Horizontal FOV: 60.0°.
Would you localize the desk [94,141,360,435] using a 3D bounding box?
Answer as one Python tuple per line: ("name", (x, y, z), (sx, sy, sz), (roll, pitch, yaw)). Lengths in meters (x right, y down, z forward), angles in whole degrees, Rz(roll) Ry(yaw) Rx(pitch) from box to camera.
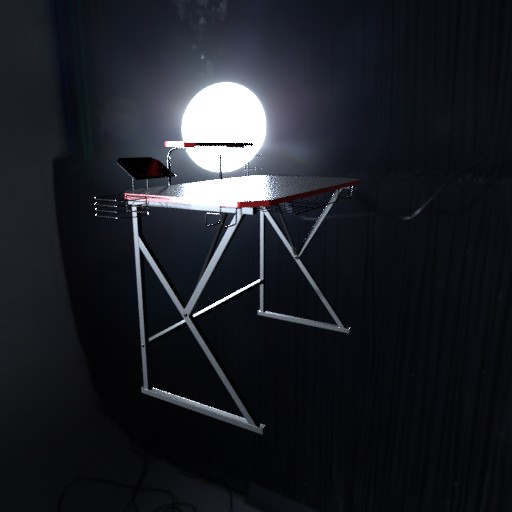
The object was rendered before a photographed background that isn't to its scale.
("desk", (0.000, 0.000, 1.832), (0.588, 0.913, 1.280), (8, 16, 28))
